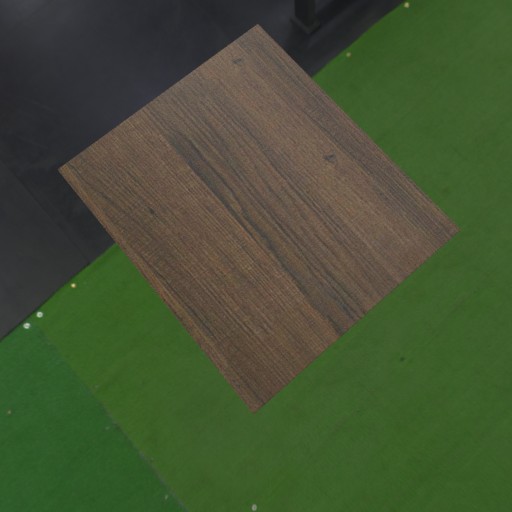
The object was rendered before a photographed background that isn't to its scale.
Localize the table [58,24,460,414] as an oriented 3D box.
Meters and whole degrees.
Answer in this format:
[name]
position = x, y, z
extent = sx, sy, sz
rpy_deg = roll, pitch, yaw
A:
[table]
position = 0.000, 0.000, 1.167
extent = 0.457, 0.866, 0.526
rpy_deg = -40, 80, -8
